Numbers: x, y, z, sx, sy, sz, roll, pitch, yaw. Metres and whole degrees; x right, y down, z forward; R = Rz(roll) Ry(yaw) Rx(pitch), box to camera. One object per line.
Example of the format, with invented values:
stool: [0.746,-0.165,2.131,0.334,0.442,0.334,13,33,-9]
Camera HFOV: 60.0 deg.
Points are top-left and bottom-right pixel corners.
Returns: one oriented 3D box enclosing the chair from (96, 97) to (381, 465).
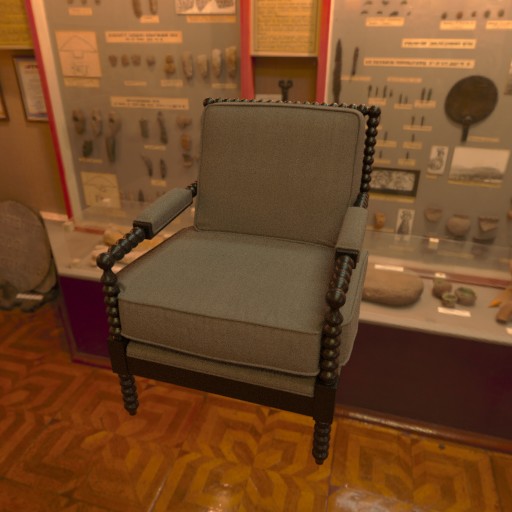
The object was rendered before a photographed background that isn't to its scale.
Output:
chair: [0.000,0.000,1.105,0.540,0.661,0.622,8,29,15]
